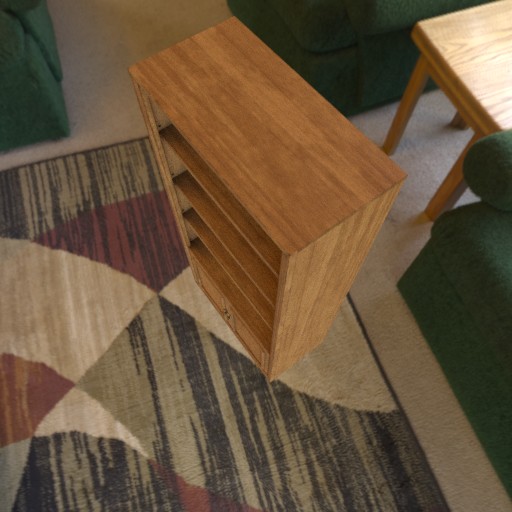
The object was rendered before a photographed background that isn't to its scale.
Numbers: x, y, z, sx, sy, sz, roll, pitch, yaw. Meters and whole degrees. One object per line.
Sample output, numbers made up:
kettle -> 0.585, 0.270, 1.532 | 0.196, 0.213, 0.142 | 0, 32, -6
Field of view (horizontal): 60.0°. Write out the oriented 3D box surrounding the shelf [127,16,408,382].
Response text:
shelf -> 0.000, 0.000, 2.236 | 0.453, 1.930, 0.864 | -34, 69, -15
